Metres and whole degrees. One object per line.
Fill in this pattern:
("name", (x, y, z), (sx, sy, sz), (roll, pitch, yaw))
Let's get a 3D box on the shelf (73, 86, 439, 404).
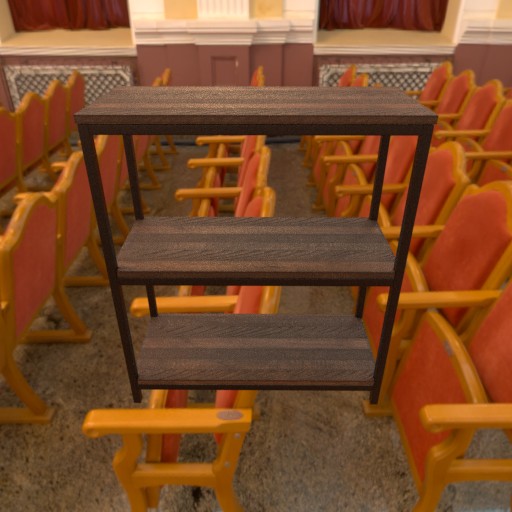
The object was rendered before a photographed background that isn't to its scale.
("shelf", (0.000, 0.000, 1.391), (0.822, 0.947, 0.352), (0, 31, 0))
